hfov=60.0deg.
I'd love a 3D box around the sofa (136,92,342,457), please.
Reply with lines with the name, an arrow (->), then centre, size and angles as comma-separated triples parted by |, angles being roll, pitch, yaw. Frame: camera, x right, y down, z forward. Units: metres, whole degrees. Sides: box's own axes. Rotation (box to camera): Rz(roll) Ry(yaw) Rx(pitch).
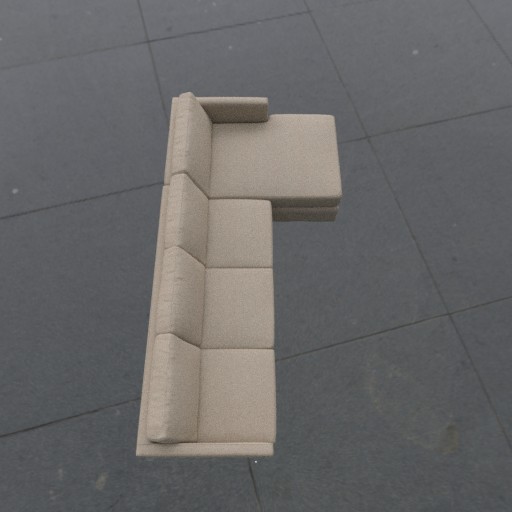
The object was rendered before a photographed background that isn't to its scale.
sofa -> 0.000, 0.000, 3.840 | 1.622, 0.867, 3.177 | 0, 65, 0
